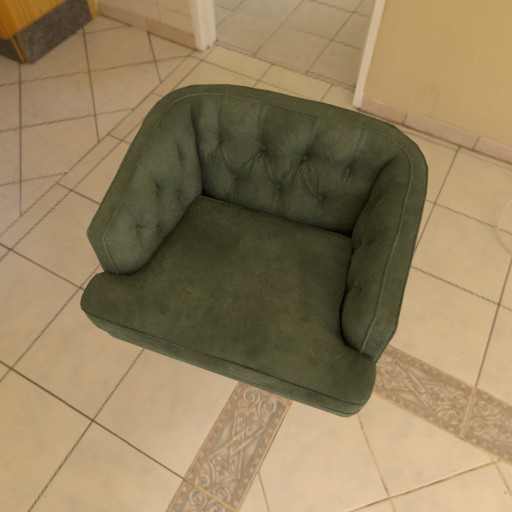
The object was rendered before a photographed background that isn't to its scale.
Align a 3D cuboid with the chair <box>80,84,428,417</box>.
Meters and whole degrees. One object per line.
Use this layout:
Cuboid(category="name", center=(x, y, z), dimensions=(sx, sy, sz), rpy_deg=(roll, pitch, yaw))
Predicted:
Cuboid(category="chair", center=(0.000, 0.000, 1.777), dimensions=(1.104, 0.852, 0.941), rpy_deg=(16, 60, 10))
